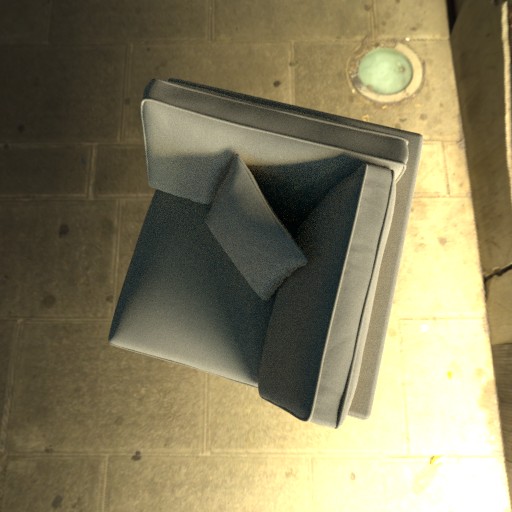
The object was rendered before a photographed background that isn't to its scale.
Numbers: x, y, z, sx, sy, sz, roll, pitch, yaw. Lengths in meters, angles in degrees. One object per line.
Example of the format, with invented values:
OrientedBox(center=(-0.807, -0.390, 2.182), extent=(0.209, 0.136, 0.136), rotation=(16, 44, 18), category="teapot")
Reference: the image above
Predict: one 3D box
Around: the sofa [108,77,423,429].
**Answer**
OrientedBox(center=(0.000, 0.000, 1.956), extent=(1.084, 1.002, 1.146), rotation=(14, 78, 3), category="sofa")
